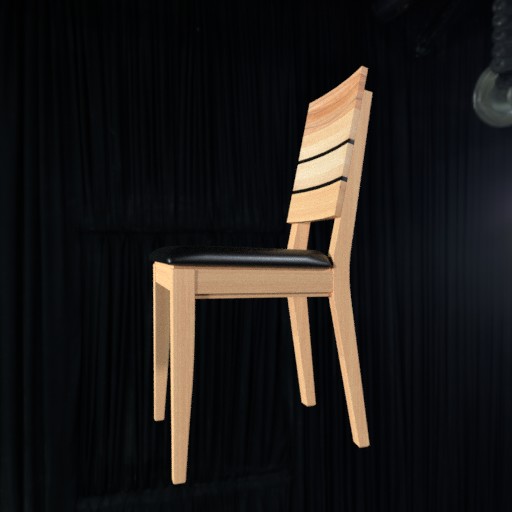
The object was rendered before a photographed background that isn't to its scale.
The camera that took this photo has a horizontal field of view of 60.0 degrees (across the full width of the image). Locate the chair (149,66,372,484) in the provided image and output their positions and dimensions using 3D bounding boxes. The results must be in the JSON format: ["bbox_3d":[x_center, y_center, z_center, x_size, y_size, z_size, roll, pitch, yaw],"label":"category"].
[{"bbox_3d":[0.000,0.000,1.169,0.520,0.940,0.410,0,1,-19],"label":"chair"}]
